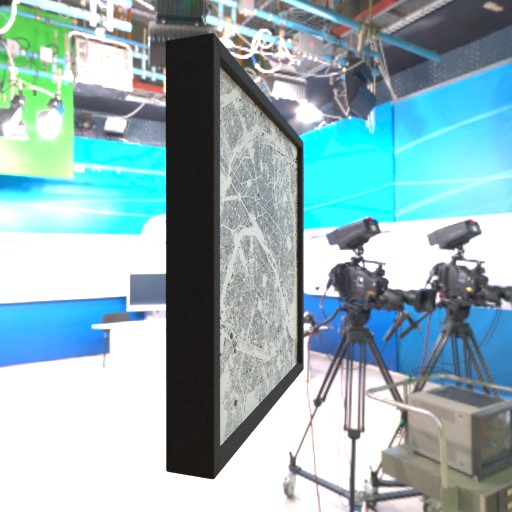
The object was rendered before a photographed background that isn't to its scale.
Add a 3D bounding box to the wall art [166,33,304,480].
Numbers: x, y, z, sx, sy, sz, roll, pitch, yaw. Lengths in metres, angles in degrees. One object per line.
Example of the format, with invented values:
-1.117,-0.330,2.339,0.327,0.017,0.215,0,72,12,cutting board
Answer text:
0.000,0.000,0.452,0.037,0.305,0.305,0,0,18,wall art
